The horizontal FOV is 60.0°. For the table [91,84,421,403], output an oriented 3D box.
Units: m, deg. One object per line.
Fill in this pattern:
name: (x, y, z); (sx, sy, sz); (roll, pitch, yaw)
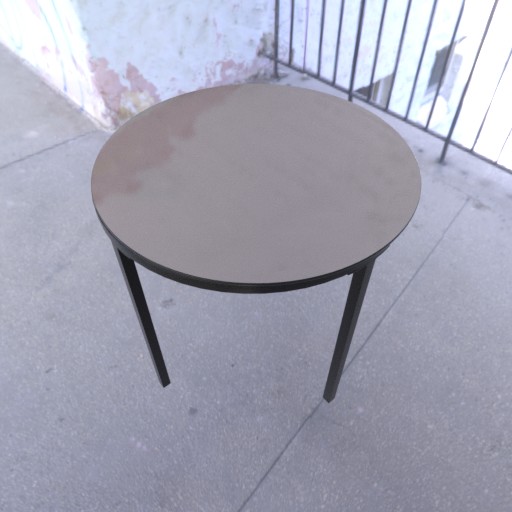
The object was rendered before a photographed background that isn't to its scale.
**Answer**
table: (0.000, 0.000, 0.851); (0.499, 0.443, 0.499); (0, 47, 0)
